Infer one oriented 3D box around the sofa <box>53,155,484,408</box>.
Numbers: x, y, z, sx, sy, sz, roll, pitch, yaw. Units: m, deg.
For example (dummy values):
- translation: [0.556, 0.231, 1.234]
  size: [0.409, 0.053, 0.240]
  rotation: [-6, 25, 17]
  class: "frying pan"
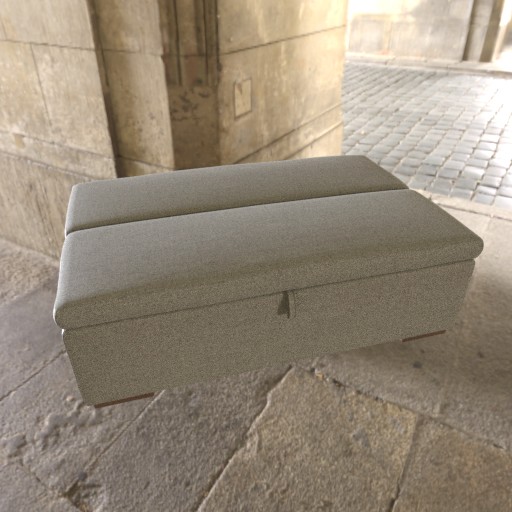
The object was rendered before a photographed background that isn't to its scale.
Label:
- translation: [0.000, 0.000, 1.612]
  size: [1.250, 0.434, 0.817]
  rotation: [-9, 34, -13]
  class: "sofa"
